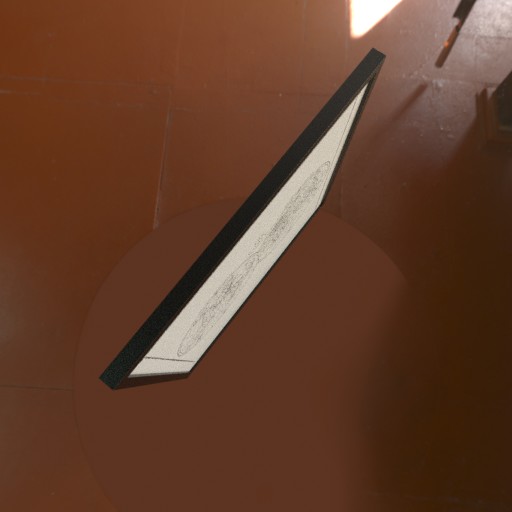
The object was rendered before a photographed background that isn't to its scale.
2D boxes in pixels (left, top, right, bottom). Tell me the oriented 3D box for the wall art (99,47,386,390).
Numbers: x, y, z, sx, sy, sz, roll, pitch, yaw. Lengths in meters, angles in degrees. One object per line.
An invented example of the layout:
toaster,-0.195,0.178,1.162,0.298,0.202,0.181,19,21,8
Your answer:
wall art,0.000,0.000,1.148,0.031,0.775,0.773,37,79,9
